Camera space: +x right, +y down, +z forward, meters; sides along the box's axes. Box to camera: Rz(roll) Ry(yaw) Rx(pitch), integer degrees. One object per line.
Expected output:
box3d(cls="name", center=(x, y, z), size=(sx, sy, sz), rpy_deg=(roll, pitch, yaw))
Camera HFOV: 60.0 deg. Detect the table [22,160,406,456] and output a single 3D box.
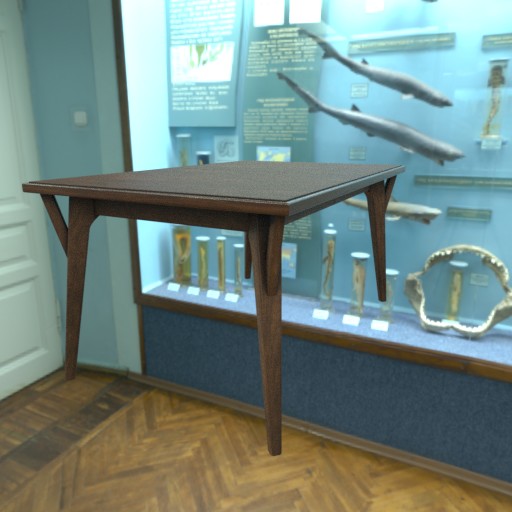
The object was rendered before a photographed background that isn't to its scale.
box3d(cls="table", center=(0.000, 0.000, 2.026), size=(0.990, 0.761, 1.524), rpy_deg=(8, 17, 27))
